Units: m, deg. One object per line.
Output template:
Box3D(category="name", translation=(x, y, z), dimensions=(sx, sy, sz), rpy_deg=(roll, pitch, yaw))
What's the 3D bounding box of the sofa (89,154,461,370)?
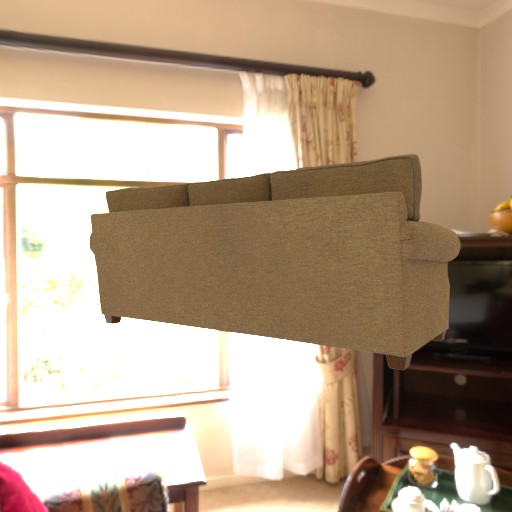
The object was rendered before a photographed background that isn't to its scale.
Box3D(category="sofa", translation=(0.000, 0.000, 2.850), dimensions=(2.312, 0.975, 0.965), rpy_deg=(1, 1, 35))
